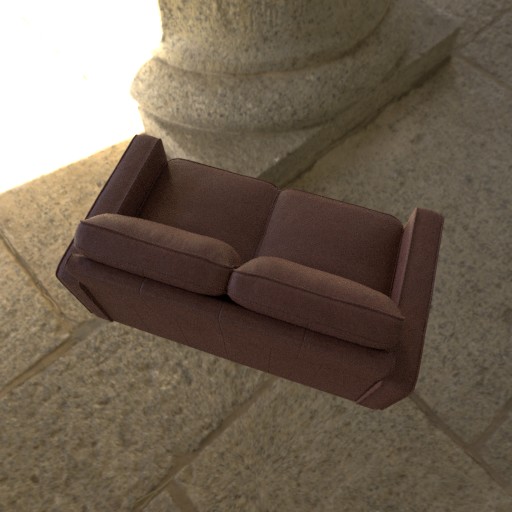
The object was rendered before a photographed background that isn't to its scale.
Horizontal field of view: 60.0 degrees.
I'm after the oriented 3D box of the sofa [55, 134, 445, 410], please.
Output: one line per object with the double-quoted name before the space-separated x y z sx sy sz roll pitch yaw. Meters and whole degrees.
"sofa" 0.000 0.000 2.266 1.709 0.918 0.947 17 64 8
